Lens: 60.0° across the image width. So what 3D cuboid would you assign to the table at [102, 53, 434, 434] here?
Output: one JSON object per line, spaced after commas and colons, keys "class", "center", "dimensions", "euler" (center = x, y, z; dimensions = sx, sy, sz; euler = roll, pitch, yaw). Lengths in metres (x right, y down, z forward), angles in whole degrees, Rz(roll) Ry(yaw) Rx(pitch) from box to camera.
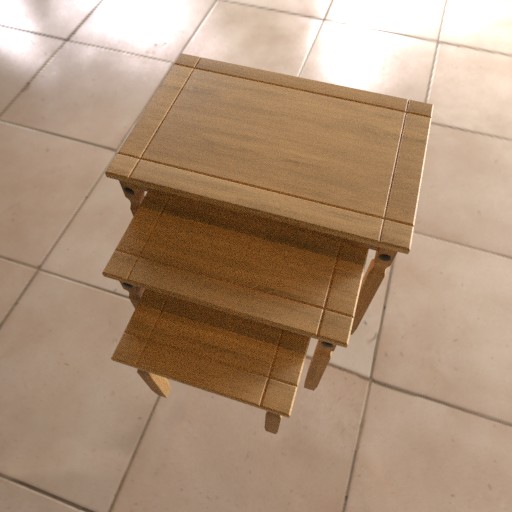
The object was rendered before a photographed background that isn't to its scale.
{"class": "table", "center": [0.000, 0.000, 1.165], "dimensions": [0.660, 0.535, 0.773], "euler": [15, 61, 9]}
